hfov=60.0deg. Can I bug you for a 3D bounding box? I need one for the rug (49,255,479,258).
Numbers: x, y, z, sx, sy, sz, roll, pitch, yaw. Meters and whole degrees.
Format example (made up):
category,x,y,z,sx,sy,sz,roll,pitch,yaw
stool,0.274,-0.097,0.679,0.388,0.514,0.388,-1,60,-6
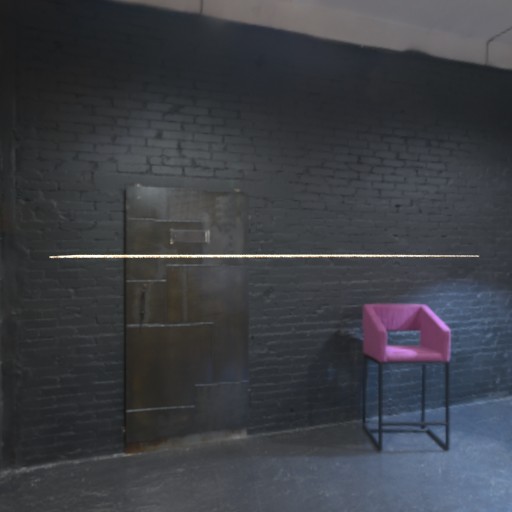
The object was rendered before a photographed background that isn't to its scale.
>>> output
category,x,y,z,sx,sy,sz,roll,pitch,yaw
rug,0.000,0.000,3.092,2.446,0.009,1.529,0,0,-18
